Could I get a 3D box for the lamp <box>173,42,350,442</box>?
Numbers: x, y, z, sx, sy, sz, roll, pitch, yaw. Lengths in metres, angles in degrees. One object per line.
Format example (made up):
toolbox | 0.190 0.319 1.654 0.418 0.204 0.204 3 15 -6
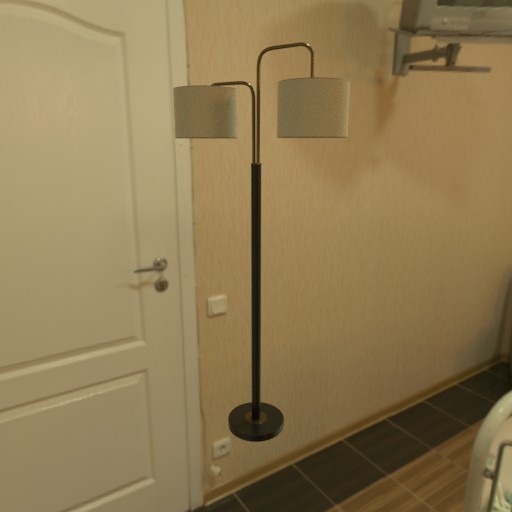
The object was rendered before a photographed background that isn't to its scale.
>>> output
lamp | 0.000 0.000 1.833 0.711 1.587 0.254 7 16 27
